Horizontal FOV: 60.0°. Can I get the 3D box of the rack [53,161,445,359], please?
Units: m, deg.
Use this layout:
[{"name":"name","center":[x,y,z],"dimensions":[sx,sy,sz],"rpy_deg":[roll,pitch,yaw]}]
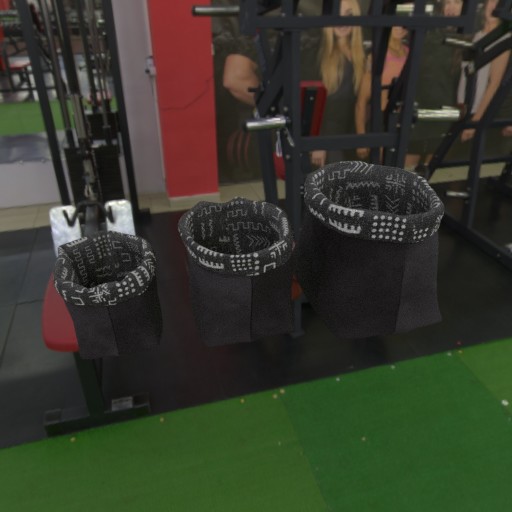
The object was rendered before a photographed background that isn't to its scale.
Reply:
[{"name":"rack","center":[0.000,0.000,1.073],"dimensions":[0.905,0.323,0.379],"rpy_deg":[-7,32,-12]}]
